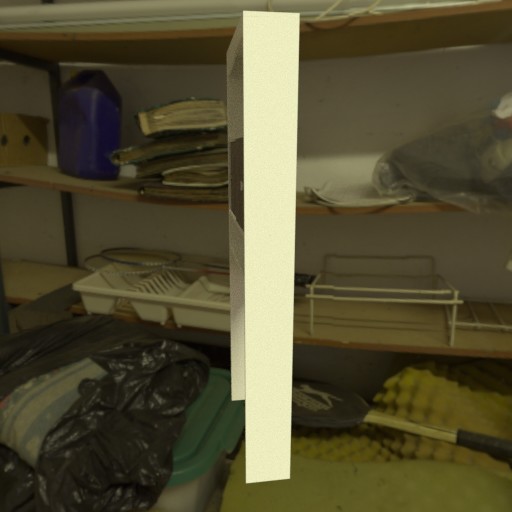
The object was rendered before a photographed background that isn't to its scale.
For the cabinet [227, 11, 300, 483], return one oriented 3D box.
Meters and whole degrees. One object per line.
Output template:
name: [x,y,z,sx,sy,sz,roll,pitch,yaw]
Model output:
cabinet: [0.000,0.000,1.945,0.192,1.770,0.643,-2,14,-8]
